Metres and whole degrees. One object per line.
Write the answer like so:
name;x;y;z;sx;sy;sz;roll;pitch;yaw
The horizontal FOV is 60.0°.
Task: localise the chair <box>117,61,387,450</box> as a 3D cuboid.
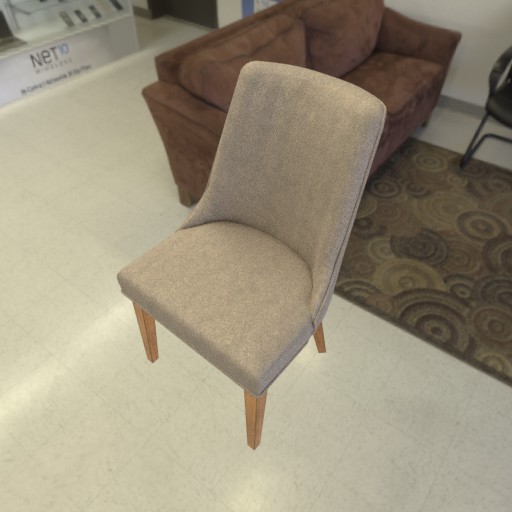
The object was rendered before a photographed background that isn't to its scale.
chair;0.000;0.000;1.323;0.548;0.916;0.636;31;54;26
